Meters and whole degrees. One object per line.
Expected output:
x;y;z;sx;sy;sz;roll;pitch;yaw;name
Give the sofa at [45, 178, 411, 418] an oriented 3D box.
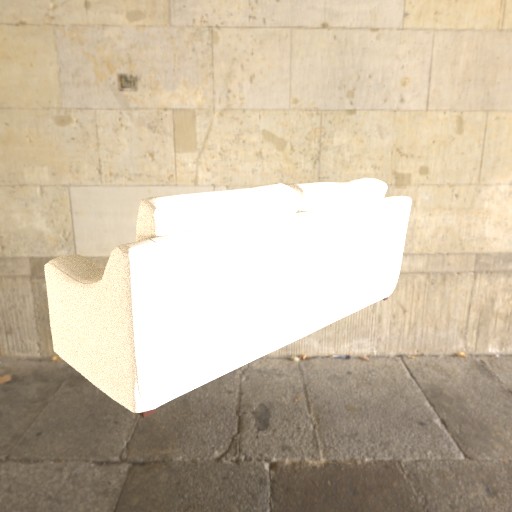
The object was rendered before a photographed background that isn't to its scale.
0.000;0.000;3.033;1.009;1.022;2.470;14;20;43;sofa
